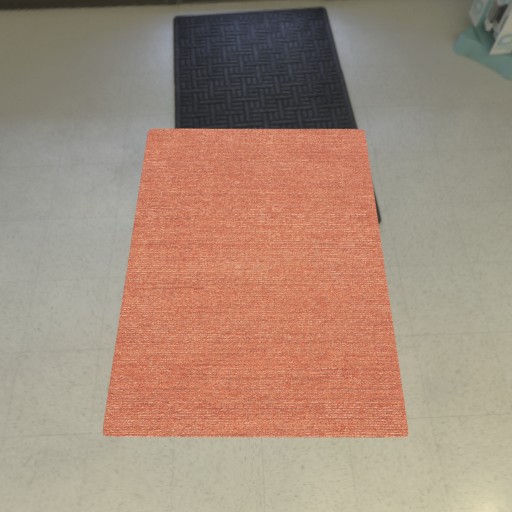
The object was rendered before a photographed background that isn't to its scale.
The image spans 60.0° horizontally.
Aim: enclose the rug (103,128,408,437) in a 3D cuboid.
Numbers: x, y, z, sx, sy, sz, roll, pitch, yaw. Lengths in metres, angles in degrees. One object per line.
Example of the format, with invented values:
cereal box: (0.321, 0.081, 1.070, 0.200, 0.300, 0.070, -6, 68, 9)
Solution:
rug: (0.000, 0.000, 2.780, 1.594, 0.009, 2.112, 0, 62, 0)
